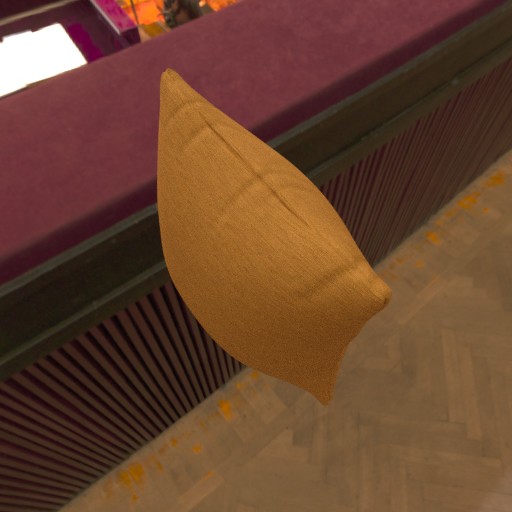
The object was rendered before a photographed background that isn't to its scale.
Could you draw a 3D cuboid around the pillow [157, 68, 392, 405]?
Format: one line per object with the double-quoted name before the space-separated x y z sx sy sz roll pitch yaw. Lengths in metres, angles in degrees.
"pillow" 0.000 0.000 0.689 0.247 0.417 0.435 -32 64 -18
